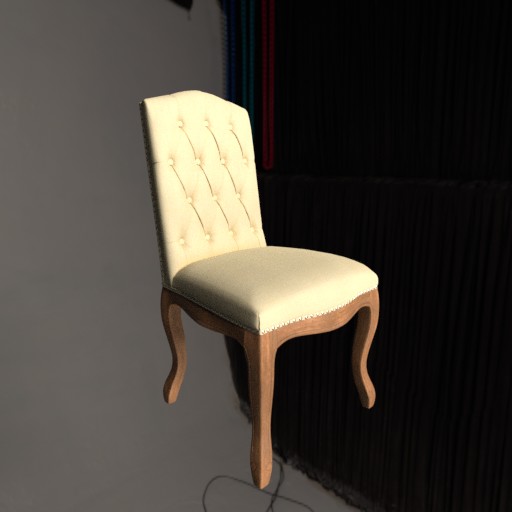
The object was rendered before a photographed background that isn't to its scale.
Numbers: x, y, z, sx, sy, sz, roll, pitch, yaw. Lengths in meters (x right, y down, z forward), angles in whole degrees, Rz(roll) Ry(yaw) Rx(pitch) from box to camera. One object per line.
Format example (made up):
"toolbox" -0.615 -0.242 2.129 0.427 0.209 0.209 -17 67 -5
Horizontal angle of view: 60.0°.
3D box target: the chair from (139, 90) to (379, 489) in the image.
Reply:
"chair" 0.000 0.000 1.572 0.715 1.165 0.623 13 18 43
